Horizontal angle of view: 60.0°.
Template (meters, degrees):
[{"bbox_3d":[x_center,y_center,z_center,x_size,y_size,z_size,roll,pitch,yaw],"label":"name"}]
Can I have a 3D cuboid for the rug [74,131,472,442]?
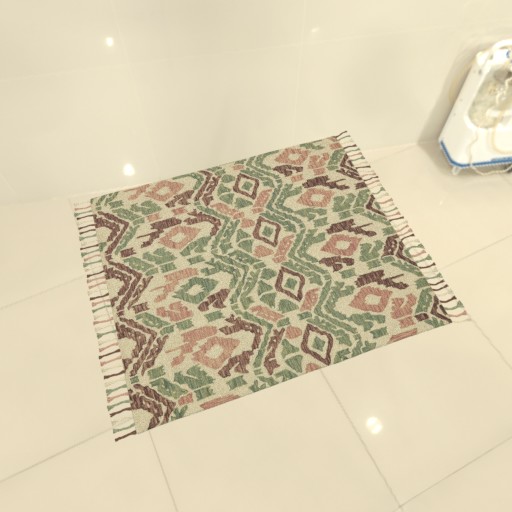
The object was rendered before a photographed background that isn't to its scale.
[{"bbox_3d":[0.000,0.000,4.096,3.048,0.010,2.438,-17,60,-10],"label":"rug"}]
